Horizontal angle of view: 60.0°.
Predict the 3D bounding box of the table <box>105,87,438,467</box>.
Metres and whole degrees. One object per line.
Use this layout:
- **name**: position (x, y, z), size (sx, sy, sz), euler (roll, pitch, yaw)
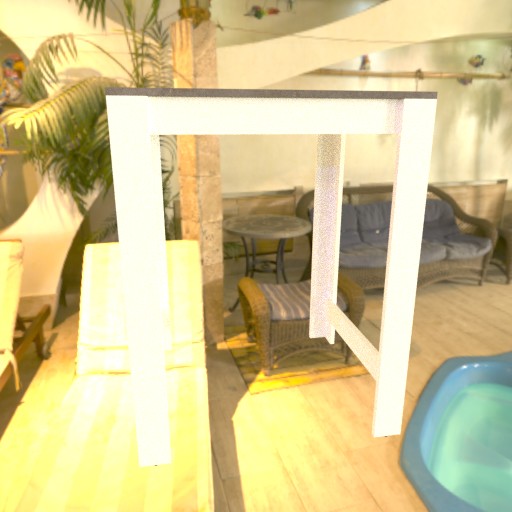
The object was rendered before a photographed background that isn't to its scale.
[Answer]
- **table**: position (0.000, 0.000, 1.517), size (0.800, 1.020, 0.700), euler (-3, 17, -10)
